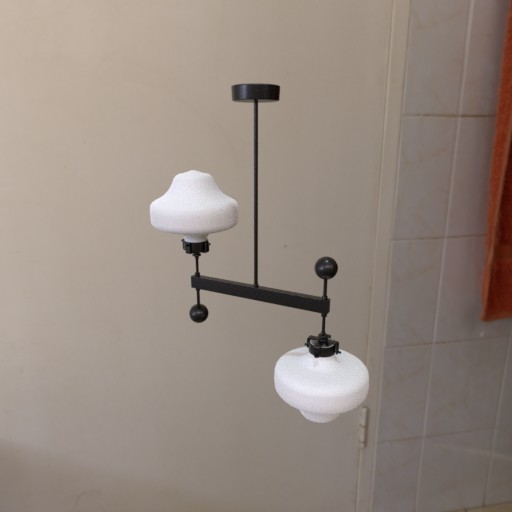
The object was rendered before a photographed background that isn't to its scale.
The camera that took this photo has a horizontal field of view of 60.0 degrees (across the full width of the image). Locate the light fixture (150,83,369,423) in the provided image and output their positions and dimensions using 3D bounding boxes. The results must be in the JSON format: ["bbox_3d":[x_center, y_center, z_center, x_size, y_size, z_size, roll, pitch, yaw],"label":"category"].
[{"bbox_3d":[0.000,0.000,1.033,0.489,0.743,0.422,-2,16,-8],"label":"light fixture"}]
